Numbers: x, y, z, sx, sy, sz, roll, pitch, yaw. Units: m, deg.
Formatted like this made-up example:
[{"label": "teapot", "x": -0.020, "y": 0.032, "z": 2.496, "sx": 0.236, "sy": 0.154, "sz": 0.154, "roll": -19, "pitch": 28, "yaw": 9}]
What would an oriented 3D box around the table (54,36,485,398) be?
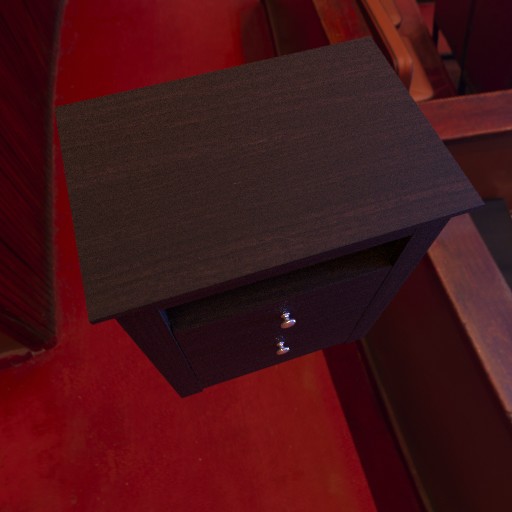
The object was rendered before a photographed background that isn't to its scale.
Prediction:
[{"label": "table", "x": 0.000, "y": 0.000, "z": 1.024, "sx": 0.591, "sy": 0.711, "sz": 0.406, "roll": -16, "pitch": 64, "yaw": -8}]
